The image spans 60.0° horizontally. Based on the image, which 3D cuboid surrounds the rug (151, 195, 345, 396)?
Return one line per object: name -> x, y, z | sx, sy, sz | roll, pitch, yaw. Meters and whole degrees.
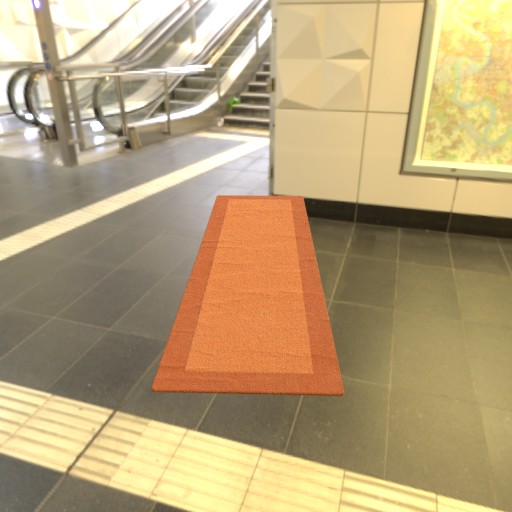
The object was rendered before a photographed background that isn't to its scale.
rug -> 0.000, 0.000, 2.808 | 0.914, 0.013, 2.471 | -1, 26, -2
